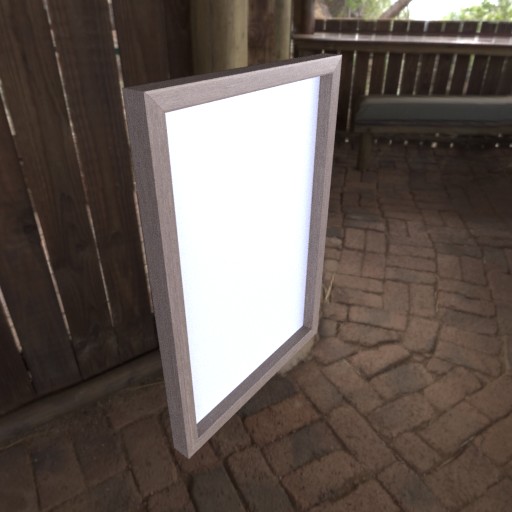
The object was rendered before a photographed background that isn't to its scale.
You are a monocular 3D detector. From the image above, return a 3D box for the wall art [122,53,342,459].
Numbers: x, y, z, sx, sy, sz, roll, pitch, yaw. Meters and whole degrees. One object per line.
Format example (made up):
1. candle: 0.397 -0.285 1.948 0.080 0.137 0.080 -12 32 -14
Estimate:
1. wall art: 0.000 0.000 0.646 0.032 0.510 0.358 22 37 32
